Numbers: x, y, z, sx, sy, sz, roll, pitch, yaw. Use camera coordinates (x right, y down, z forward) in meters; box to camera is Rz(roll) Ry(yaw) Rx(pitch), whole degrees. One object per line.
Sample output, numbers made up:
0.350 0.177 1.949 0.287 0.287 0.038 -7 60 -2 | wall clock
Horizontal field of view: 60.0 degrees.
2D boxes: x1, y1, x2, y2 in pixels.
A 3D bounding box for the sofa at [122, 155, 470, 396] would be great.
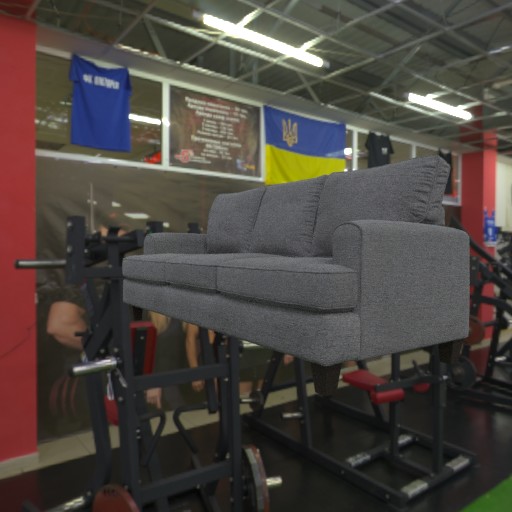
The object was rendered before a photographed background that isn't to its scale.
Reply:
0.000 0.000 2.644 0.951 0.965 2.158 -1 1 -35 | sofa
